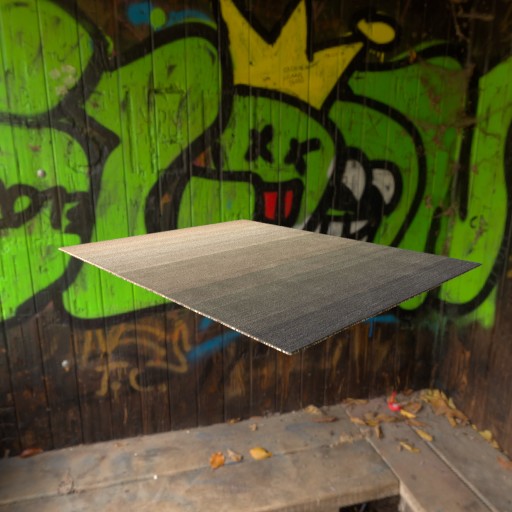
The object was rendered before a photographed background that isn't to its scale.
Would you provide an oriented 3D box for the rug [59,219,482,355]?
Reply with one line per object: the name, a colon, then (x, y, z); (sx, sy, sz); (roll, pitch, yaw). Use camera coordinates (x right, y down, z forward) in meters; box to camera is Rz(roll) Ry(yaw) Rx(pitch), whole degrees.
rug: (0.000, 0.000, 3.871); (2.315, 0.015, 2.932); (-13, 19, -42)
